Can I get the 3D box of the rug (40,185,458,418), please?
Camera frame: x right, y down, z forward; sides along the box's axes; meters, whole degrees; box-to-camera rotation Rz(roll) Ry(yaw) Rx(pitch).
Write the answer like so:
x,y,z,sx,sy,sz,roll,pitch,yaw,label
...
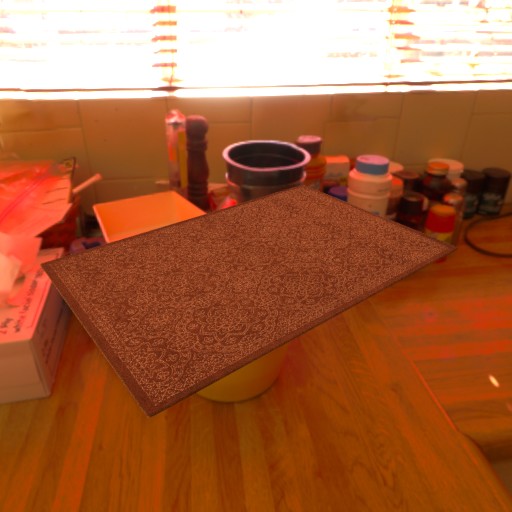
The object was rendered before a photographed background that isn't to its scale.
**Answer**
x,y,z,sx,sy,sz,roll,pitch,yaw,label
0.000,0.000,2.319,1.829,0.010,1.219,-21,36,-32,rug
